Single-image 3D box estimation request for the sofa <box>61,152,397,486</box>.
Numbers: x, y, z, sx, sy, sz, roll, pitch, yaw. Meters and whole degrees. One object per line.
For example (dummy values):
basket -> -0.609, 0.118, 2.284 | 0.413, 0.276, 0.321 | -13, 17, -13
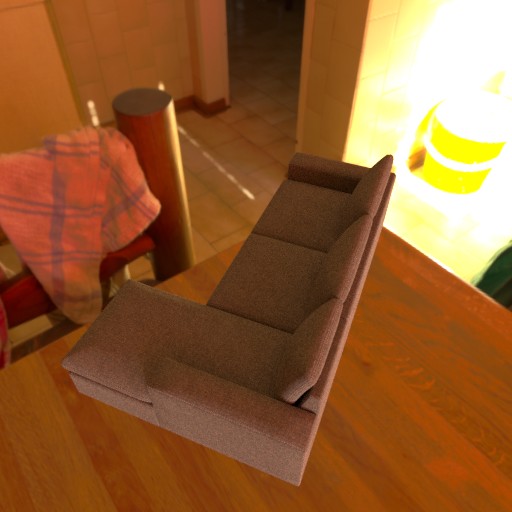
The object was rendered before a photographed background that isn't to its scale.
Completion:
sofa -> 0.000, 0.000, 3.518 | 1.689, 0.940, 2.718 | 16, 48, 16
